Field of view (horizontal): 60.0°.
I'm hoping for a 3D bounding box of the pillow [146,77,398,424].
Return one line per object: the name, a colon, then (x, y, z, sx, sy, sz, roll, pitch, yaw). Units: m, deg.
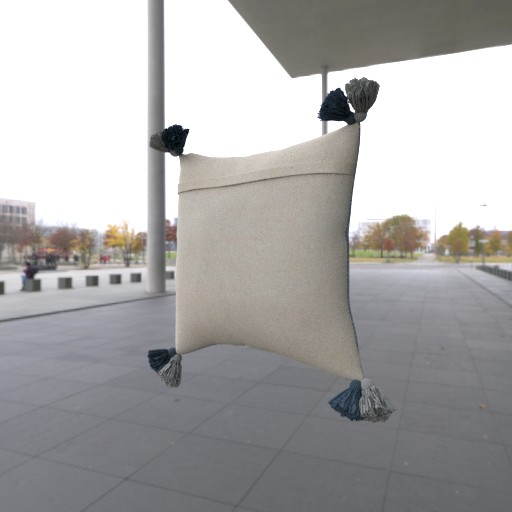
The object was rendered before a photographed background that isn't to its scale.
pillow: (0.000, 0.000, 0.938, 0.614, 0.634, 0.138, 0, 0, 37)
